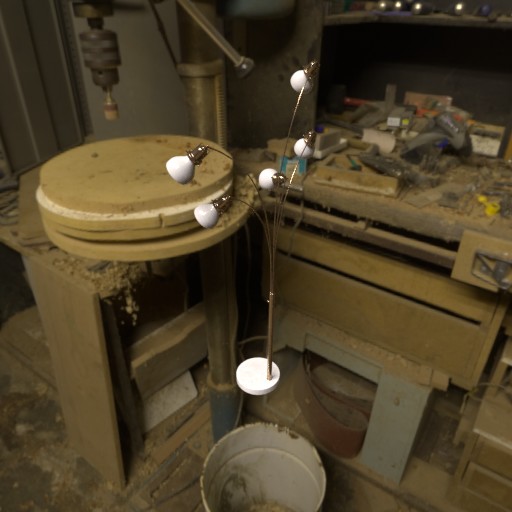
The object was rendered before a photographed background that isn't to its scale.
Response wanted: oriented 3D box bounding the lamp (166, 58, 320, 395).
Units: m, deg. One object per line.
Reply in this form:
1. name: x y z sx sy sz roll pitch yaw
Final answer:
1. lamp: 0.000 0.000 3.057 0.361 2.423 1.405 21 37 31
